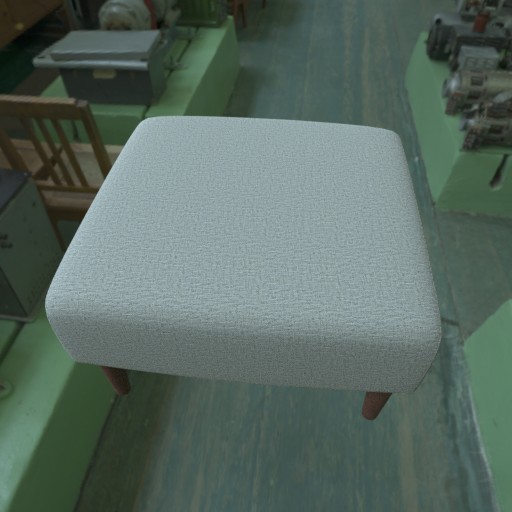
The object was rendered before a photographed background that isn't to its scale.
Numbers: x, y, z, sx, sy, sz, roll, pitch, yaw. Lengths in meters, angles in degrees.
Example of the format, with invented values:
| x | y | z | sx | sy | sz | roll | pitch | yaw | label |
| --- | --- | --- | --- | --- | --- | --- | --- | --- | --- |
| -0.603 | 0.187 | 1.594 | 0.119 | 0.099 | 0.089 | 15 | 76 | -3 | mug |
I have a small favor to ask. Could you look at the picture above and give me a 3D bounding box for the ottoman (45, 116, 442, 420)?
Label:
| x | y | z | sx | sy | sz | roll | pitch | yaw | label |
| --- | --- | --- | --- | --- | --- | --- | --- | --- | --- |
| 0.000 | 0.000 | 1.022 | 0.650 | 0.398 | 0.649 | 4 | 47 | 4 | ottoman |
